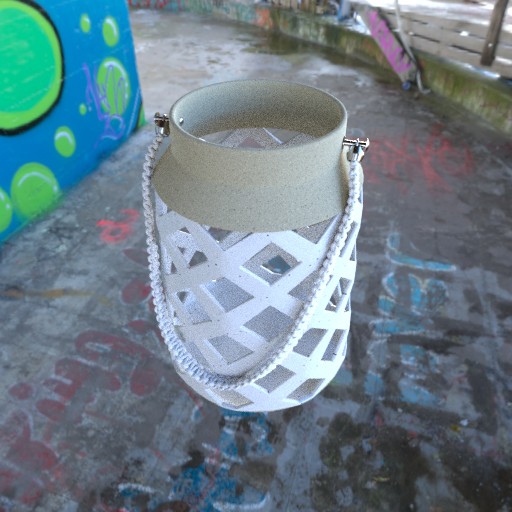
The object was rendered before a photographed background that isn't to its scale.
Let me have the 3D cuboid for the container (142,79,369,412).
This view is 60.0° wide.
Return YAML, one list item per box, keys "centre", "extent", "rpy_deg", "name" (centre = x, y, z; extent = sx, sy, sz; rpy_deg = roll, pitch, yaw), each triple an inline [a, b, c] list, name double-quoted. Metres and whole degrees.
- centre: [0.000, 0.000, 0.395]
  extent: [0.188, 0.264, 0.198]
  rpy_deg: [11, 42, 12]
  name: "container"
